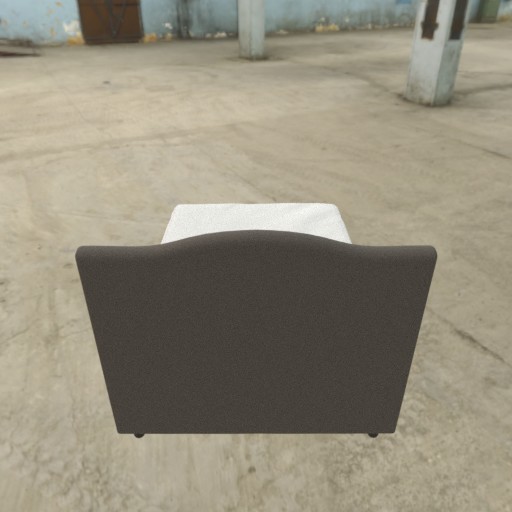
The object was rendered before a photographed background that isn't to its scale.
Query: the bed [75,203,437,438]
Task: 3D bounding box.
[{"bbox_3d":[0.000,0.000,3.175,1.666,1.387,2.036,0,31,0],"label":"bed"}]
